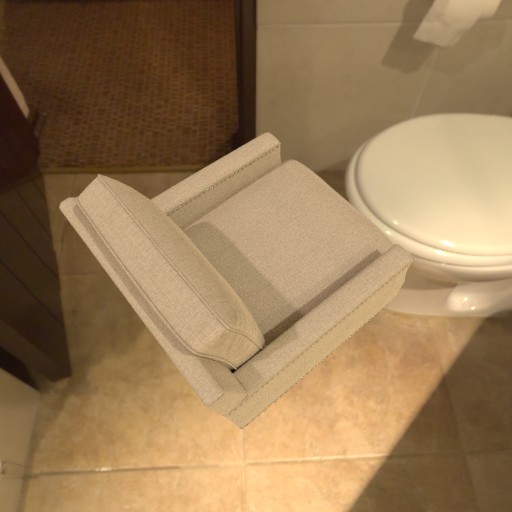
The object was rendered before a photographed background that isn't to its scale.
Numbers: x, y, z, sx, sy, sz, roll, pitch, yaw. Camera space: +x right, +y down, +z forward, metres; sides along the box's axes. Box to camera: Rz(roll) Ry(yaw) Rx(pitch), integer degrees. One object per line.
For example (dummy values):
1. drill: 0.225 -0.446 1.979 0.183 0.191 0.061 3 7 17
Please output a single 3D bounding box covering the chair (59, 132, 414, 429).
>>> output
1. chair: 0.000 0.000 1.747 1.014 0.943 0.853 -35 65 -19
